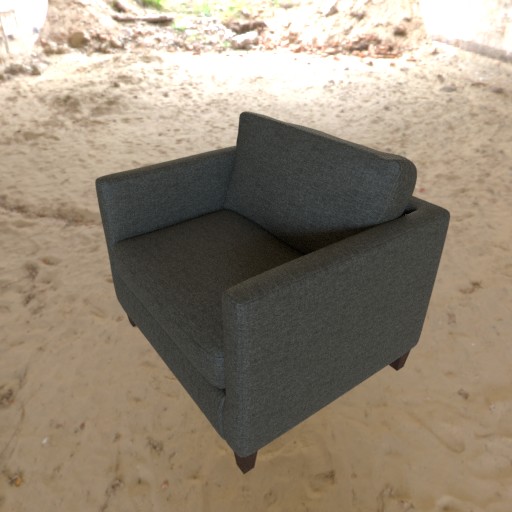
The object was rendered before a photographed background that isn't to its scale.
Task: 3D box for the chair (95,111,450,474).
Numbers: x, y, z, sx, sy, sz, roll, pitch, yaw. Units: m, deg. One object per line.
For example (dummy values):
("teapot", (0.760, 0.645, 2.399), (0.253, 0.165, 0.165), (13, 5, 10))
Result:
("chair", (0.000, 0.000, 1.834), (0.959, 0.963, 1.107), (-21, 37, -30))
